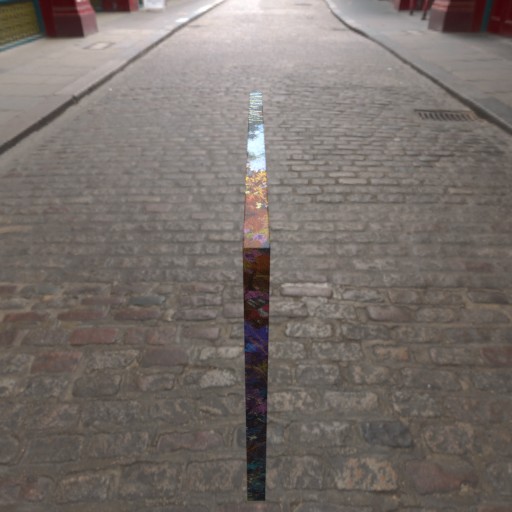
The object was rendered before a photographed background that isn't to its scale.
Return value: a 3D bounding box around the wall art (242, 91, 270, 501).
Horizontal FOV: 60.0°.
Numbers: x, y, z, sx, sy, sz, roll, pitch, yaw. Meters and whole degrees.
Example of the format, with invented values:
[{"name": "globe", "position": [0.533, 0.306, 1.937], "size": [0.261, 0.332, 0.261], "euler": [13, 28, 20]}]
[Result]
[{"name": "wall art", "position": [0.000, 0.000, 1.124], "size": [0.037, 0.604, 0.908], "euler": [0, 32, 0]}]
